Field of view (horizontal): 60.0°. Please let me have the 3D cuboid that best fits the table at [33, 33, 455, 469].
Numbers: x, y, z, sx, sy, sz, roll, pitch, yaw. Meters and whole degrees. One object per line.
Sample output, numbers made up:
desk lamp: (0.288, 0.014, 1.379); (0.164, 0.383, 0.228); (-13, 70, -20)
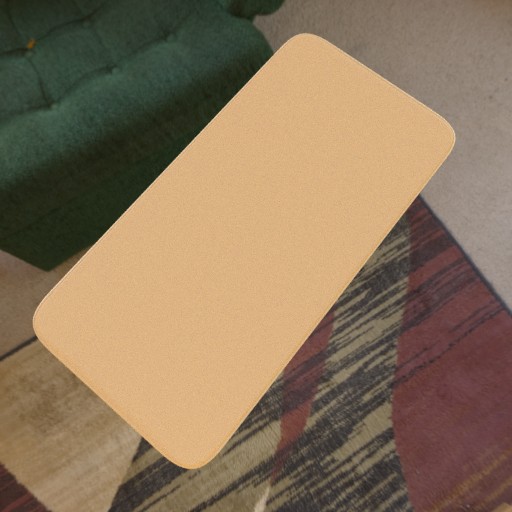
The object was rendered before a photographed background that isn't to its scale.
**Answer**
table: (0.000, 0.000, 1.587); (0.610, 0.729, 1.219); (38, 78, 9)
